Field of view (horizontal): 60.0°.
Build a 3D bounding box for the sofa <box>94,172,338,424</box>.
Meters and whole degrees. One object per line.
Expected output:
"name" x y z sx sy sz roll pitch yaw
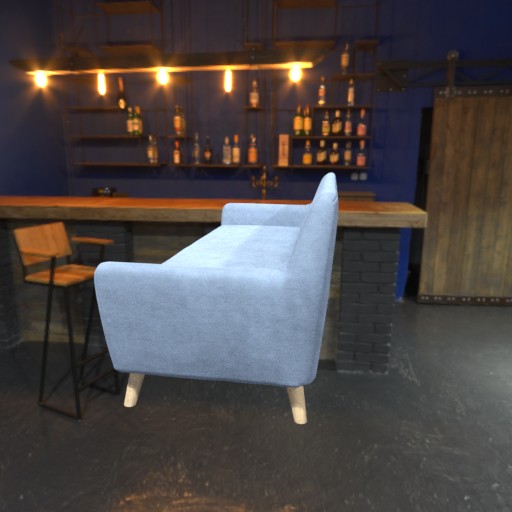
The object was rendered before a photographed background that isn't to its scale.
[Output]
"sofa" 0.000 0.000 2.400 0.830 0.830 1.970 2 13 9
